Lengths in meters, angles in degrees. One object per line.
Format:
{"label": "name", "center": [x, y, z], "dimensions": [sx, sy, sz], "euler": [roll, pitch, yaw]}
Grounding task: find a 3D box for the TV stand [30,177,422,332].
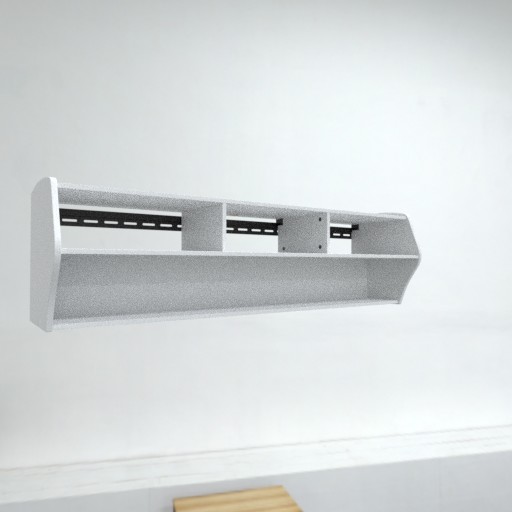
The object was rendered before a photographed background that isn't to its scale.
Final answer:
{"label": "TV stand", "center": [0.000, 0.000, 1.667], "dimensions": [1.473, 0.424, 0.397], "euler": [1, -1, -35]}
